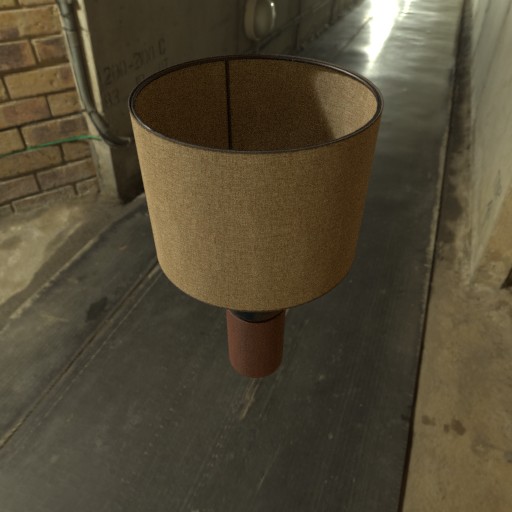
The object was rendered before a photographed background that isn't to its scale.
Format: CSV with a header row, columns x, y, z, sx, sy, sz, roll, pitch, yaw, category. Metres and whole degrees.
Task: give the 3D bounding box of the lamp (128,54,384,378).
x,y,z,sx,sy,sz,roll,pitch,yaw,category
0.000,0.000,0.472,0.202,0.350,0.202,0,41,0,lamp
